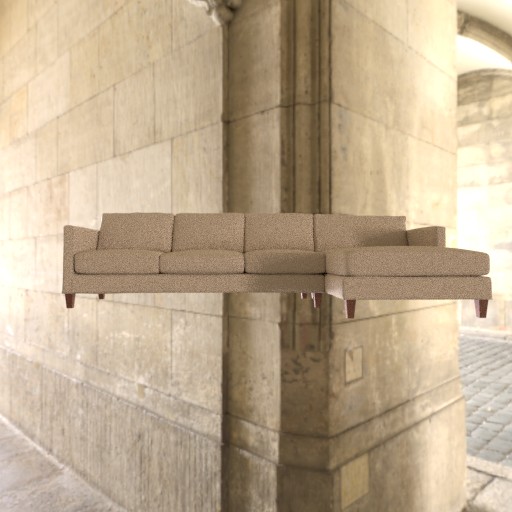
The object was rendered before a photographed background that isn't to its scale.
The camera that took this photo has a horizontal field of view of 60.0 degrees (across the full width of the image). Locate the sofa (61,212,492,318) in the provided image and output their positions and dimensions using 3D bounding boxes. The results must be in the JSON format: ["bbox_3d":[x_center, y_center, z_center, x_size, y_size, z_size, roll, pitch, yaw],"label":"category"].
[{"bbox_3d":[0.000,0.000,3.771,3.186,0.861,1.625,0,0,-2],"label":"sofa"}]
